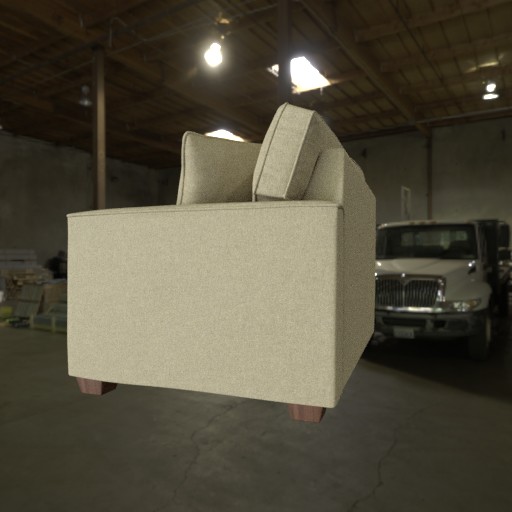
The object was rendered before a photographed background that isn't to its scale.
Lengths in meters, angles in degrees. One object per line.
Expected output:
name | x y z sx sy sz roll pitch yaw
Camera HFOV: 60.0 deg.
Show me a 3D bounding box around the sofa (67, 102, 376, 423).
sofa | 0.000 0.000 2.063 0.991 0.989 1.388 0 0 20
